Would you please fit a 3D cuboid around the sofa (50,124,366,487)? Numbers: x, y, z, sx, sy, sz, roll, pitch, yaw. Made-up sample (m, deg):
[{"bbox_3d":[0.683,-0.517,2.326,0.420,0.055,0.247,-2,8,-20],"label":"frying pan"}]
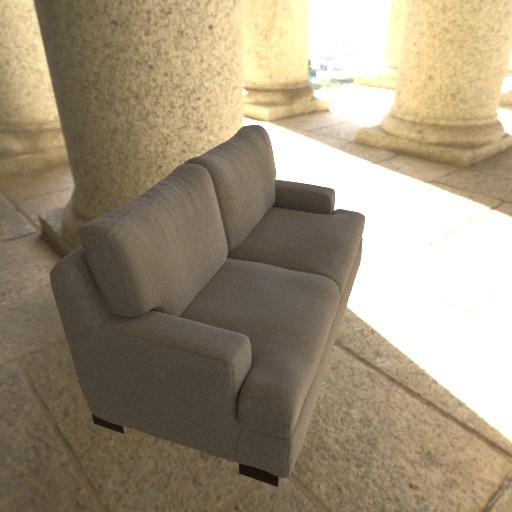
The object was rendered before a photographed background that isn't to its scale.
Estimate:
[{"bbox_3d":[0.000,0.000,2.359,0.962,0.980,1.855,10,31,17],"label":"sofa"}]
